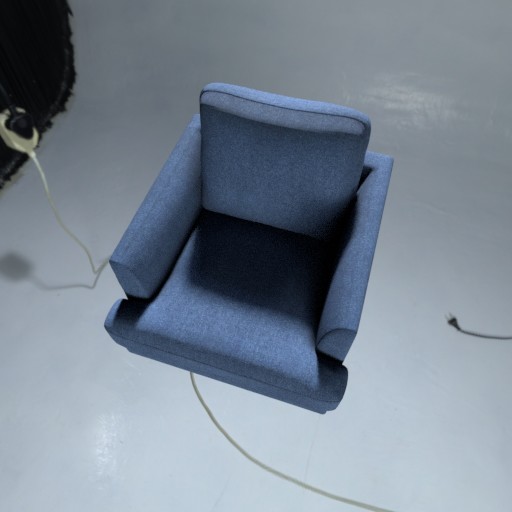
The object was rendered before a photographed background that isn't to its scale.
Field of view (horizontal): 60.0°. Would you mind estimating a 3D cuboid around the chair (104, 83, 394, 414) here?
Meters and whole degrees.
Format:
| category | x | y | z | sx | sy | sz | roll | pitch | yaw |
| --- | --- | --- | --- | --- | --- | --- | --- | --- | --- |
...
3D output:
| category | x | y | z | sx | sy | sz | roll | pitch | yaw |
| --- | --- | --- | --- | --- | --- | --- | --- | --- | --- |
| chair | 0.000 | 0.000 | 1.683 | 0.858 | 0.957 | 0.899 | 15 | 59 | 9 |
